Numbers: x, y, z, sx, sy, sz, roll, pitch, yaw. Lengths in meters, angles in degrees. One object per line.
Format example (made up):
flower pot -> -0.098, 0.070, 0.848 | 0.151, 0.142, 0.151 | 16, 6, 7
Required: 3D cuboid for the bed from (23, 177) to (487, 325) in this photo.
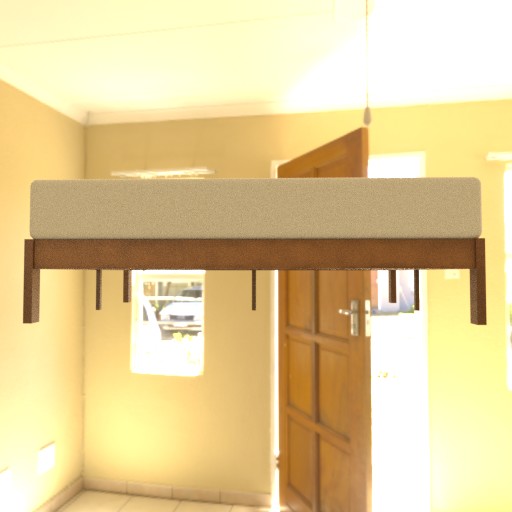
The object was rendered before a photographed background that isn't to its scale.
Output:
bed -> 0.000, 0.000, 2.524 | 1.927, 0.616, 1.348 | 0, -2, 2
